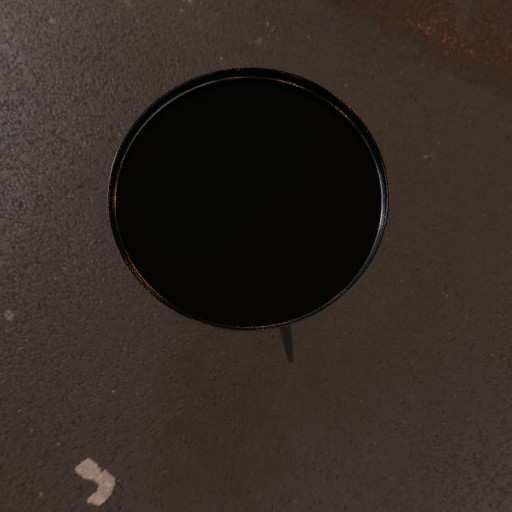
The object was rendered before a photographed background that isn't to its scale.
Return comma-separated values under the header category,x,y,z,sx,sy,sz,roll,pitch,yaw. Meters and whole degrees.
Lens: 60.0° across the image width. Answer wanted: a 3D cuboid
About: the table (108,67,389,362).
category,x,y,z,sx,sy,sz,roll,pitch,yaw
table,0.000,0.000,0.840,0.403,0.548,0.415,-18,76,-5
